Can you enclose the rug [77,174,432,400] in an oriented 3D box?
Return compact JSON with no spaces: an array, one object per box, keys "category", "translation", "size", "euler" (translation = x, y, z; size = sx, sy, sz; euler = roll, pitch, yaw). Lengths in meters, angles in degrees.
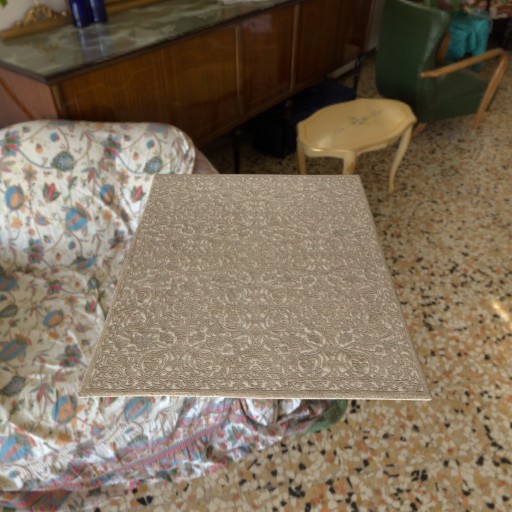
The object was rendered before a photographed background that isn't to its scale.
[{"category":"rug","translation":[0.000,0.000,4.208],"size":[2.472,0.035,3.017],"euler":[0,41,0]}]
